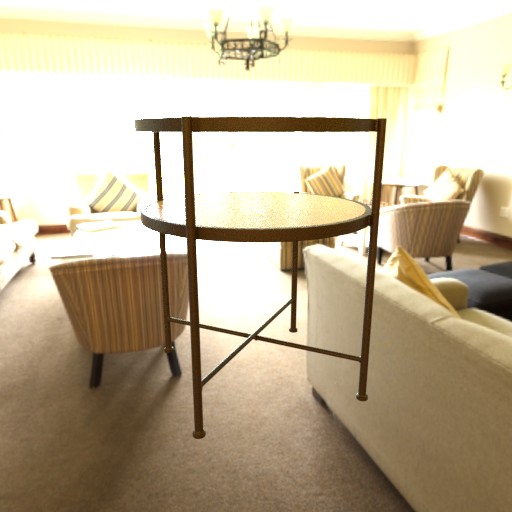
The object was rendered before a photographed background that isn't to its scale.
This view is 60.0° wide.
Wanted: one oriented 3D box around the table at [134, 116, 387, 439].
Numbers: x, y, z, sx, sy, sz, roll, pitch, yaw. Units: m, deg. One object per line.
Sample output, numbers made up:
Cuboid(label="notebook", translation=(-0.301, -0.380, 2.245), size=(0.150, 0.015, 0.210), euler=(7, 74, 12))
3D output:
Cuboid(label="table", translation=(0.000, 0.000, 1.166), size=(0.629, 0.684, 0.628), euler=(7, 17, 24))
